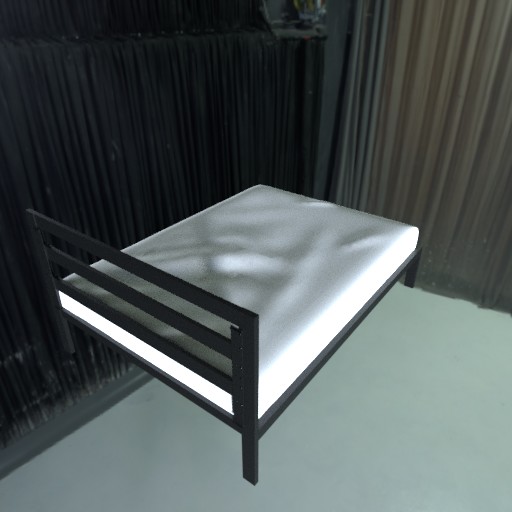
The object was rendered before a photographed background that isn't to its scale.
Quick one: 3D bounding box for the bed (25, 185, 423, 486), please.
[{"bbox_3d":[0.000,0.000,2.889,1.524,0.967,2.062,21,36,31],"label":"bed"}]
